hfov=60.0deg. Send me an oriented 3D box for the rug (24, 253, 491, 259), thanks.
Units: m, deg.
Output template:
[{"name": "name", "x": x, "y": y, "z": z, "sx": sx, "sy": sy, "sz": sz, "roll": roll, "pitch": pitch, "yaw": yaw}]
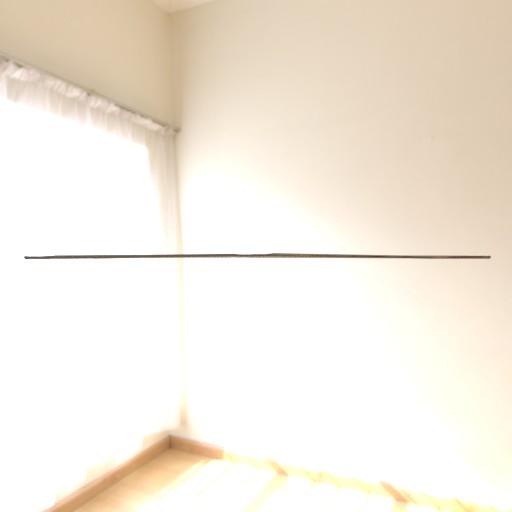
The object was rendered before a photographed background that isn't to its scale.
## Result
[{"name": "rug", "x": 0.000, "y": 0.000, "z": 2.526, "sx": 2.320, "sy": 0.032, "sz": 0.692, "roll": 0, "pitch": 0, "yaw": 1}]
